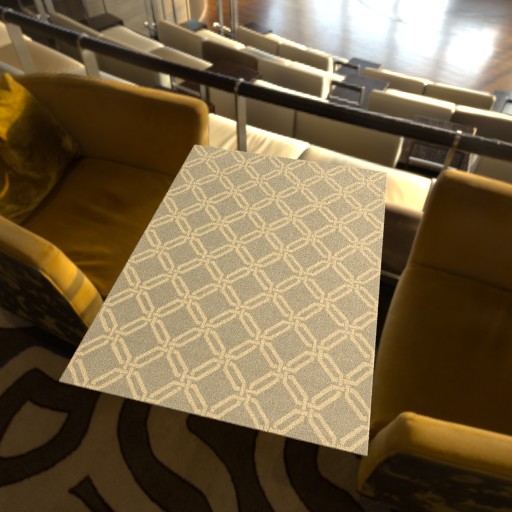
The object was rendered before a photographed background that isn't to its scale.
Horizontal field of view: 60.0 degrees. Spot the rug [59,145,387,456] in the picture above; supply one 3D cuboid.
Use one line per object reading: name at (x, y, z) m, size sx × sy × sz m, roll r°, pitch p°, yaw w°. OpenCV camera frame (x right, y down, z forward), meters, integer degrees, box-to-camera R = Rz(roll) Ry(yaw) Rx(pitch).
rug at (0.000, 0.000, 4.438) m, size 2.438 × 0.013 × 3.353 m, roll 10°, pitch 49°, yaw 9°
